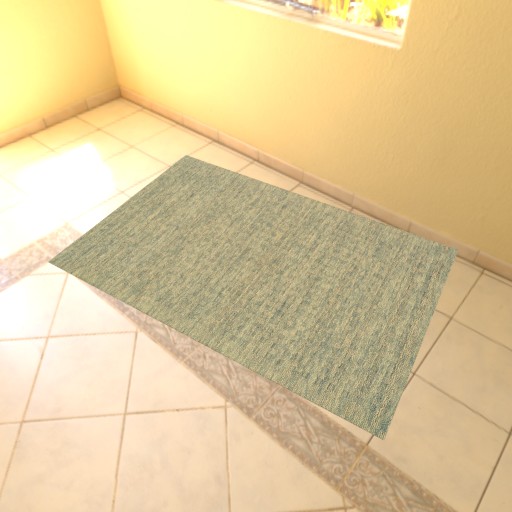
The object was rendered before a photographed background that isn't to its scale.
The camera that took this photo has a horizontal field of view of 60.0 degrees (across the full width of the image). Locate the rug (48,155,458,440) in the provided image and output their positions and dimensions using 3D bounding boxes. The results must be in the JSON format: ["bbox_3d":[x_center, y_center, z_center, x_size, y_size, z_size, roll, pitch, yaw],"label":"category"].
[{"bbox_3d":[0.000,0.000,2.262,1.752,0.006,1.142,23,49,21],"label":"rug"}]
